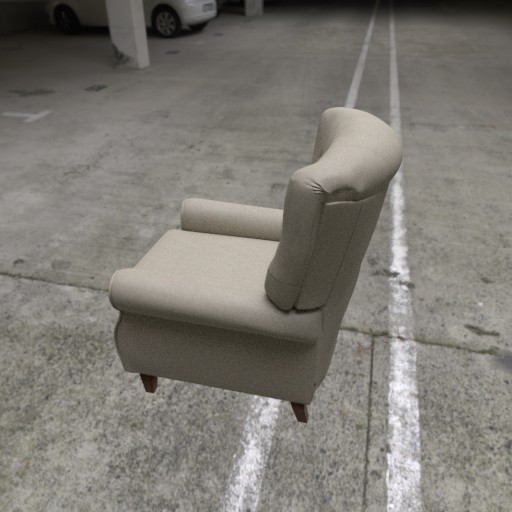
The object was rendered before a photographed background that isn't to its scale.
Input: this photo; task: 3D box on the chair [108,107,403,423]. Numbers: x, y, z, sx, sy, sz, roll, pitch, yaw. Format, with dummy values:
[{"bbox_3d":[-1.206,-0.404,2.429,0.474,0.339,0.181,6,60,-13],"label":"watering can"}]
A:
[{"bbox_3d":[0.000,0.000,1.912,1.059,1.158,0.943,7,31,12],"label":"chair"}]
